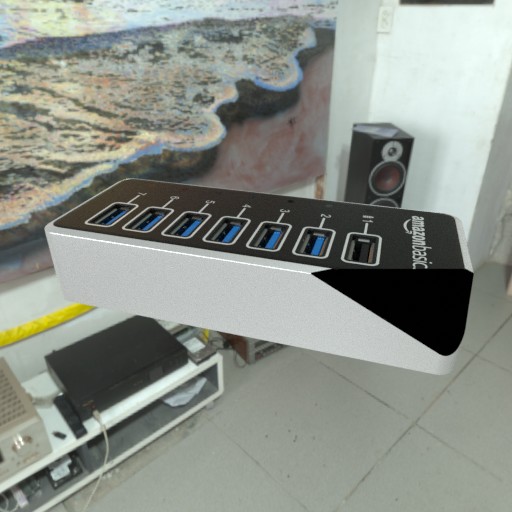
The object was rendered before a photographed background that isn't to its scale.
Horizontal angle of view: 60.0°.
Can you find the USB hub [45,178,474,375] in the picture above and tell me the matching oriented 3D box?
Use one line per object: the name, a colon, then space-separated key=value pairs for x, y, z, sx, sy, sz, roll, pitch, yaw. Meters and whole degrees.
USB hub: x=0.000 y=0.000 z=0.129 sx=0.110 sy=0.023 sz=0.044 roll=9 pitch=30 yaw=15
